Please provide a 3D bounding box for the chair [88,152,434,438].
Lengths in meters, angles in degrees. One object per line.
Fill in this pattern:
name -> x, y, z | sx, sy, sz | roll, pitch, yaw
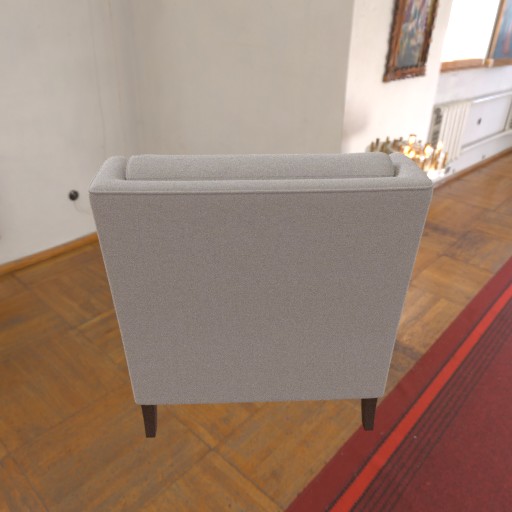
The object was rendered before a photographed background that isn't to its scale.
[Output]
chair -> 0.000, 0.000, 1.851 | 0.982, 1.056, 1.040 | -1, 29, -2
